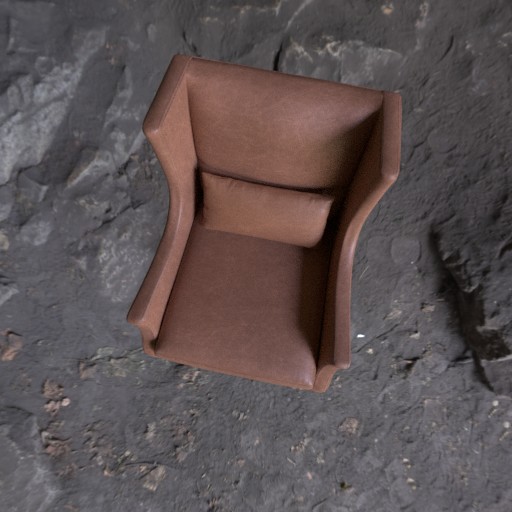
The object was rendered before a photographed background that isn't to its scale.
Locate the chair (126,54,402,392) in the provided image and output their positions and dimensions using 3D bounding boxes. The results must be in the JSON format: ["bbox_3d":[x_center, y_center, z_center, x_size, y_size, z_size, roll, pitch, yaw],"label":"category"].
[{"bbox_3d":[0.000,0.000,1.718,0.815,1.088,0.913,11,76,3],"label":"chair"}]
